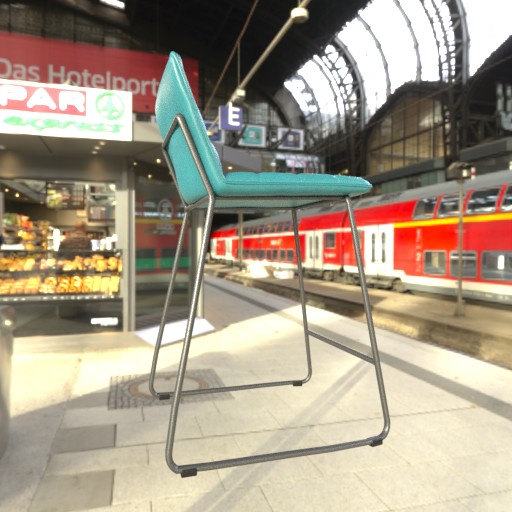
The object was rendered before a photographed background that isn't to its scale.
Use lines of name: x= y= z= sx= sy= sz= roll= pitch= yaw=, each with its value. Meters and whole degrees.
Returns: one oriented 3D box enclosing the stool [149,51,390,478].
stool: x=0.000 y=0.000 z=1.169 sx=0.524 sy=0.866 sz=0.489 roll=0 pitch=1 yaw=-18
